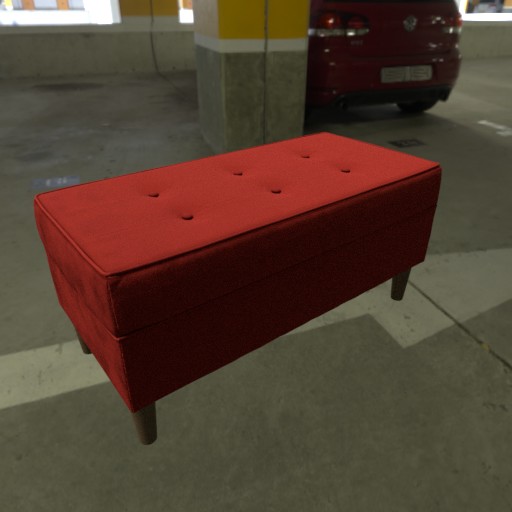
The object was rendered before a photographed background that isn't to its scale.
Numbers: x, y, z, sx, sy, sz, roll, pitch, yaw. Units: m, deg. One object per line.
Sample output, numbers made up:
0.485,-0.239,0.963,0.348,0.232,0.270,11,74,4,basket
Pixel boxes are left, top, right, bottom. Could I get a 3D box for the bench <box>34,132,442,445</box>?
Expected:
0.000,0.000,1.270,1.016,0.471,0.492,-21,36,-32,bench
